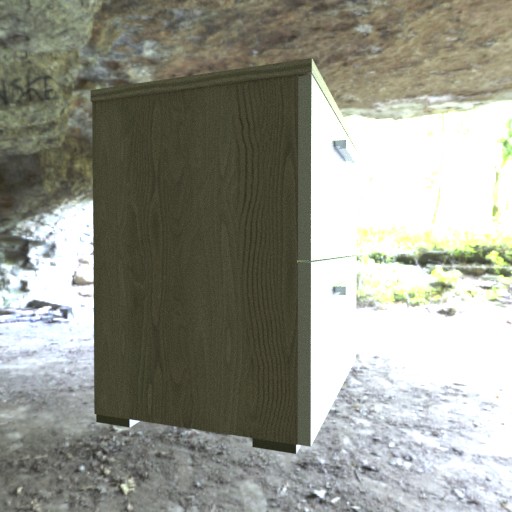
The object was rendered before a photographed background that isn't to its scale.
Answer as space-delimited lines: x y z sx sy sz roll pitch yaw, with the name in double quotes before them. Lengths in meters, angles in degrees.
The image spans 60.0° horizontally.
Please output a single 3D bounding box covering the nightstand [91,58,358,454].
"nightstand" 0.000 0.000 0.766 0.325 0.461 0.442 0 1 19
